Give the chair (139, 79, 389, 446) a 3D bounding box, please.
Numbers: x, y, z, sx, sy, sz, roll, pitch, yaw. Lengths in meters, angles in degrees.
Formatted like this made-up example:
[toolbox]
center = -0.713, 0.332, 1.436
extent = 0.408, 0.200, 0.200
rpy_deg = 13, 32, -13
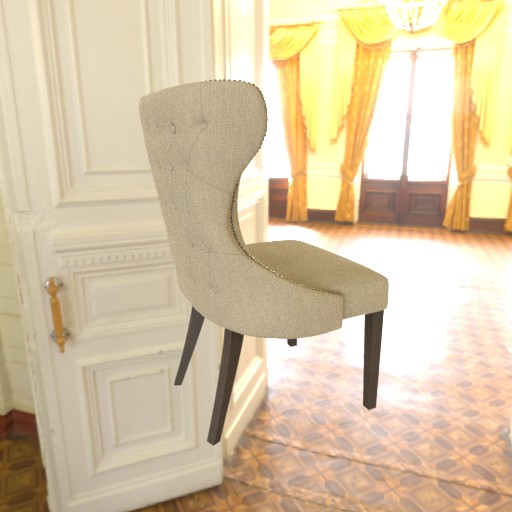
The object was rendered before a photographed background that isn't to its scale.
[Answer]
[chair]
center = 0.000, 0.000, 1.385
extent = 0.635, 0.967, 0.628
rpy_deg = -8, 18, -26
